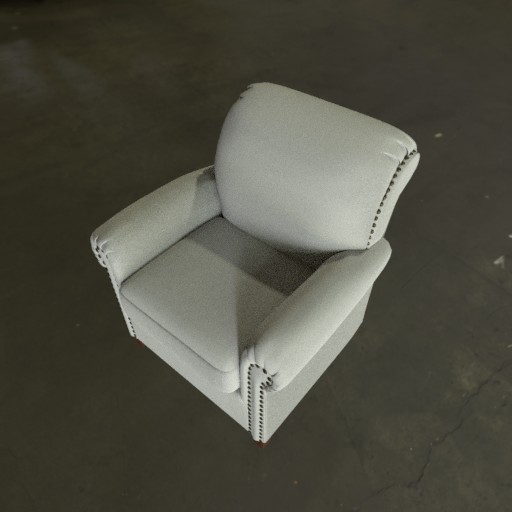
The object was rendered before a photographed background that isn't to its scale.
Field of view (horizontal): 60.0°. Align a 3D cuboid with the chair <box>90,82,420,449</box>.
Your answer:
[{"bbox_3d":[0.000,0.000,1.620,0.854,0.927,0.890,31,53,27],"label":"chair"}]
